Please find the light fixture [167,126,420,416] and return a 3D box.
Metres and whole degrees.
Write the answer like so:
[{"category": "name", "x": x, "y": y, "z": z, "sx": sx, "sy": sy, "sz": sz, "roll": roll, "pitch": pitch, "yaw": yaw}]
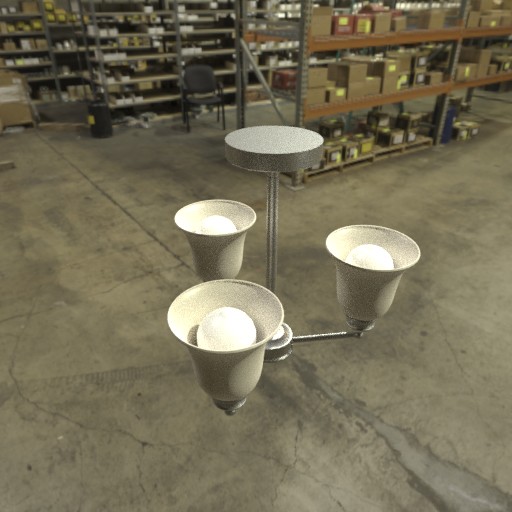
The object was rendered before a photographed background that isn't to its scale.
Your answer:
[{"category": "light fixture", "x": 0.000, "y": 0.000, "z": 0.663, "sx": 0.388, "sy": 0.370, "sz": 0.354, "roll": -21, "pitch": 37, "yaw": -31}]
